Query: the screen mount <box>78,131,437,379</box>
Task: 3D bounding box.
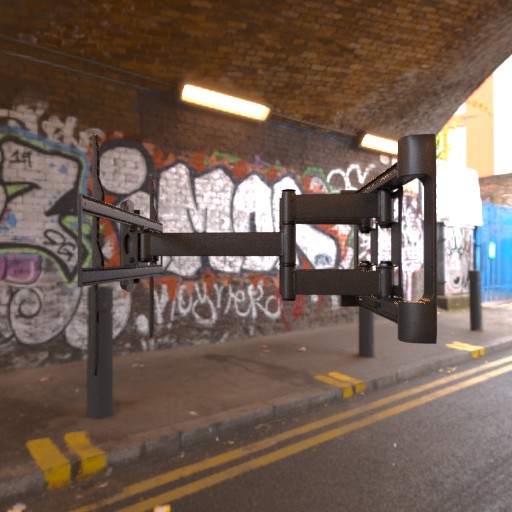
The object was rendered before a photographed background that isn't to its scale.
[{"bbox_3d":[0.000,0.000,1.097,0.644,0.491,0.661,0,-1,1],"label":"screen mount"}]
